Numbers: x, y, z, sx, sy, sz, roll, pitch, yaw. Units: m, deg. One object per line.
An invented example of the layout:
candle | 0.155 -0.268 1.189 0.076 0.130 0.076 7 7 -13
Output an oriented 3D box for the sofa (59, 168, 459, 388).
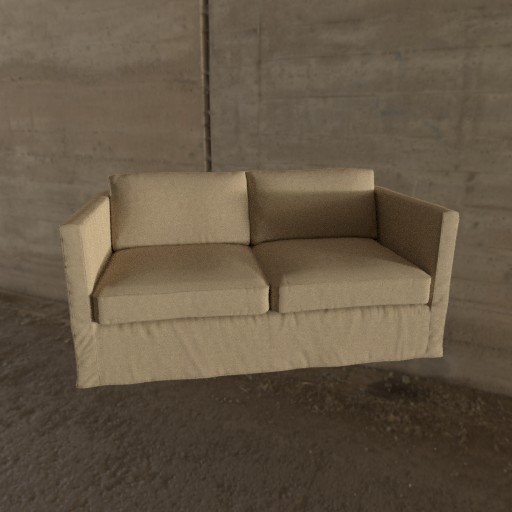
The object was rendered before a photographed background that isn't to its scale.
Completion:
sofa | 0.000 0.000 2.330 1.719 0.835 0.962 -3 17 -9
